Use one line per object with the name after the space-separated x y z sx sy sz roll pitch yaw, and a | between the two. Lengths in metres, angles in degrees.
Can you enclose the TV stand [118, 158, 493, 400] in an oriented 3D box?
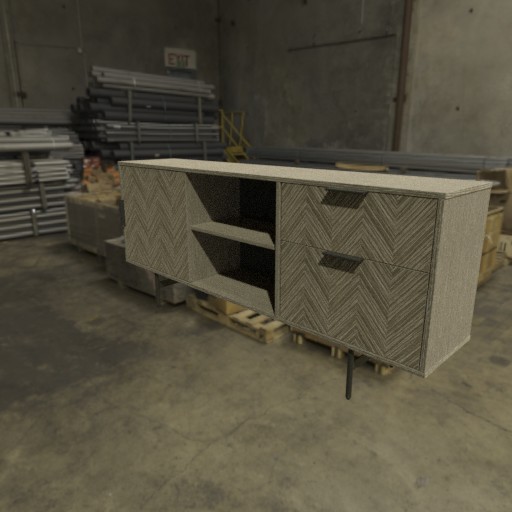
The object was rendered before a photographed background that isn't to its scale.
0.000 0.000 2.046 1.804 0.787 0.405 15 22 43 | TV stand
